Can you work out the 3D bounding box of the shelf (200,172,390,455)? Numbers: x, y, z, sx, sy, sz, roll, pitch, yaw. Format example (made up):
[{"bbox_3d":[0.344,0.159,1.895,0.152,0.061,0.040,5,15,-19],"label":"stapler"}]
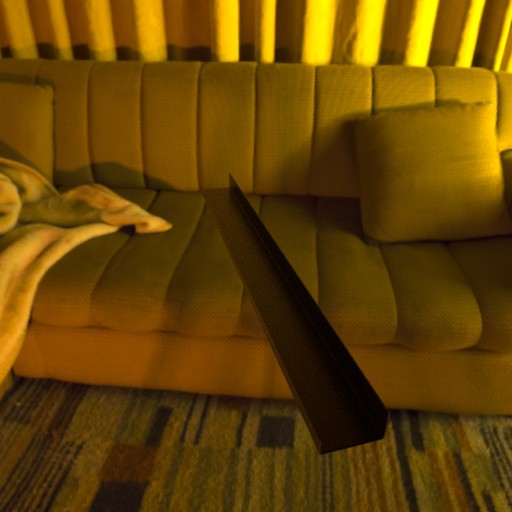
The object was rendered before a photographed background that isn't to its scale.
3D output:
[{"bbox_3d":[0.000,0.000,0.938,0.092,0.049,0.924,-8,31,-13],"label":"shelf"}]
